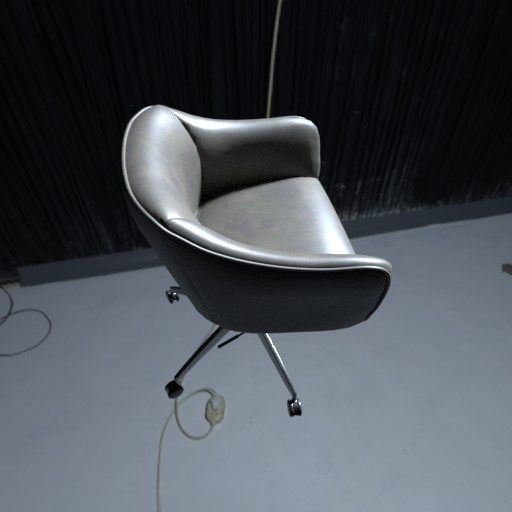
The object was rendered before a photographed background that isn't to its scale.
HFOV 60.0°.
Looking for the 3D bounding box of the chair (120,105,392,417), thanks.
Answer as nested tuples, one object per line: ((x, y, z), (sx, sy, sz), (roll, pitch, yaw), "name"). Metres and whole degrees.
((0.000, 0.000, 1.375), (0.689, 0.827, 0.713), (-8, 46, -7), "chair")
